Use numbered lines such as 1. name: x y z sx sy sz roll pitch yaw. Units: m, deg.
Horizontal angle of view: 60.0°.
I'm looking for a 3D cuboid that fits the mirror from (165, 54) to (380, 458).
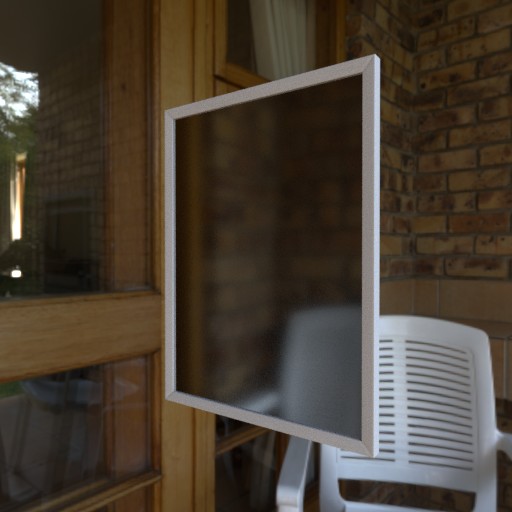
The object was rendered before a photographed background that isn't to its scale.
1. mirror: 0.000 0.000 1.352 0.762 1.016 0.040 0 1 36
